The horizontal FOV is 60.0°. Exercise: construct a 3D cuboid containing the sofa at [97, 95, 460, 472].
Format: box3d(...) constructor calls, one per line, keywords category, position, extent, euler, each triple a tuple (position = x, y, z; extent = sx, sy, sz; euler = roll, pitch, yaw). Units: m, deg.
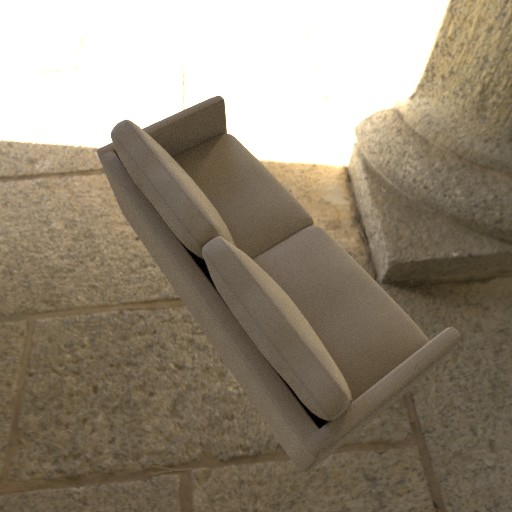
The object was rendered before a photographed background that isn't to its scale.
box3d(category="sofa", position=(0.000, 0.000, 2.649), extent=(0.948, 0.932, 2.181), euler=(-31, 63, -18))
